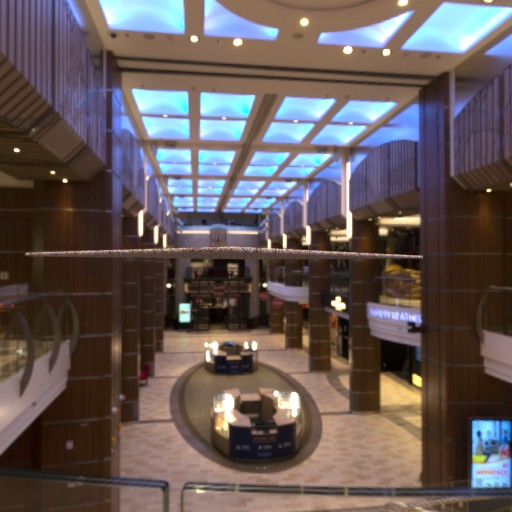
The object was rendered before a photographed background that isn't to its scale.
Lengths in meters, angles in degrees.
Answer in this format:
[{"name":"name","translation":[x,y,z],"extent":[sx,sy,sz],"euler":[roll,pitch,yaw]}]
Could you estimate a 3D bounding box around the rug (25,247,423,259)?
[{"name":"rug","translation":[0.000,0.000,2.225],"extent":[1.143,0.014,1.761],"euler":[-1,-1,36]}]
